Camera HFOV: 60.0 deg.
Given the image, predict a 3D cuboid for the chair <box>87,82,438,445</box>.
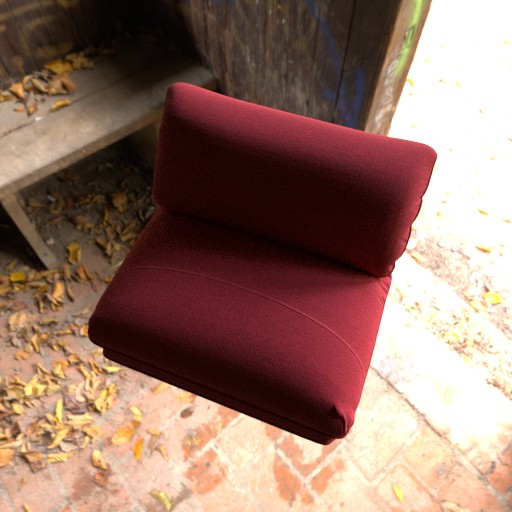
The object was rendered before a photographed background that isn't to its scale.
[{"bbox_3d":[0.000,0.000,1.325,0.820,0.580,0.780,18,59,11],"label":"chair"}]
